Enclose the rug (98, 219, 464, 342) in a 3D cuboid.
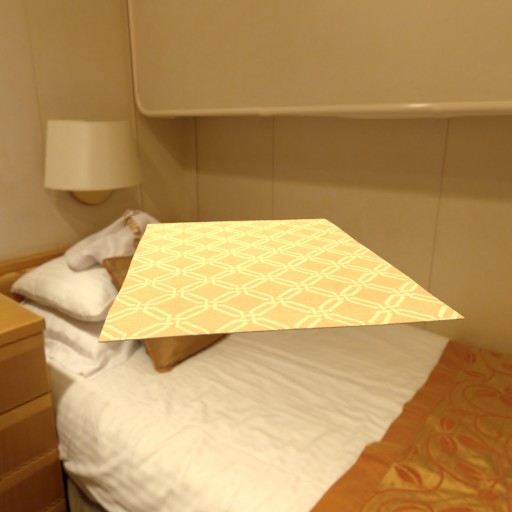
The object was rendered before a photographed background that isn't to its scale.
[{"bbox_3d":[0.000,0.000,4.458,2.452,0.020,3.365,-2,17,-8],"label":"rug"}]
